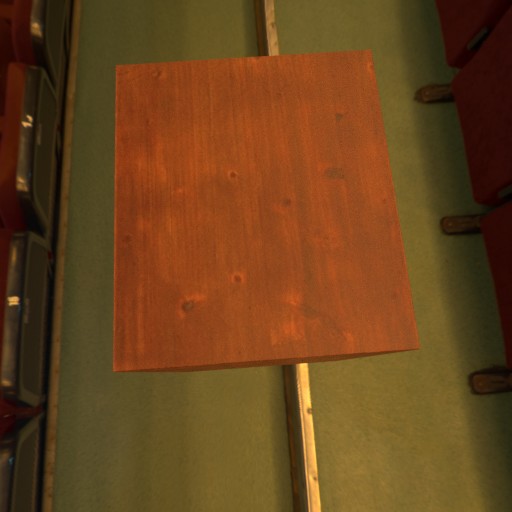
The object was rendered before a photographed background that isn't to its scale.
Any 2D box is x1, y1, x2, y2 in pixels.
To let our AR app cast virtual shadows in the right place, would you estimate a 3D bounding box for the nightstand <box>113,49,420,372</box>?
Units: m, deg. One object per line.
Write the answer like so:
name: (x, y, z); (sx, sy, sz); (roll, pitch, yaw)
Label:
nightstand: (0.000, 0.000, 0.972); (0.410, 0.695, 0.465); (-4, 75, -1)
